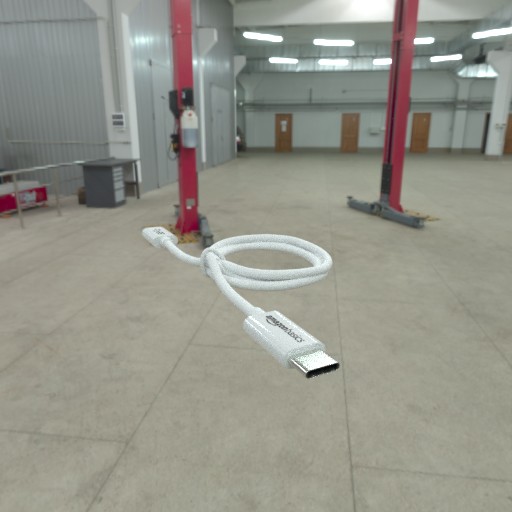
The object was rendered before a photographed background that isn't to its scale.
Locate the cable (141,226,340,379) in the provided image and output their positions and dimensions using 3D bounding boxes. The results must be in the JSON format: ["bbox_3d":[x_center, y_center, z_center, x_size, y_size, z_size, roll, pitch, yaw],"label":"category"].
[{"bbox_3d":[0.000,0.000,0.208,0.070,0.014,0.186,-8,18,-26],"label":"cable"}]
